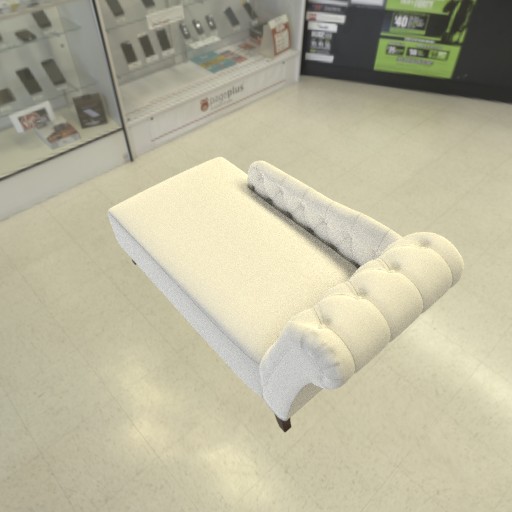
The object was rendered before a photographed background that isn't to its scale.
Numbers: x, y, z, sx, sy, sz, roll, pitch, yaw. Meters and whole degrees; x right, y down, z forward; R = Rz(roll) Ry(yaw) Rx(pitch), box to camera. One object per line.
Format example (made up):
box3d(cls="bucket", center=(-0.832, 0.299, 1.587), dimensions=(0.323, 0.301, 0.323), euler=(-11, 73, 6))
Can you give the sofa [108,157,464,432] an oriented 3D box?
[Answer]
box3d(cls="sofa", center=(0.000, 0.000, 1.839), dimensions=(0.675, 0.787, 1.379), euler=(-32, 55, -26))
